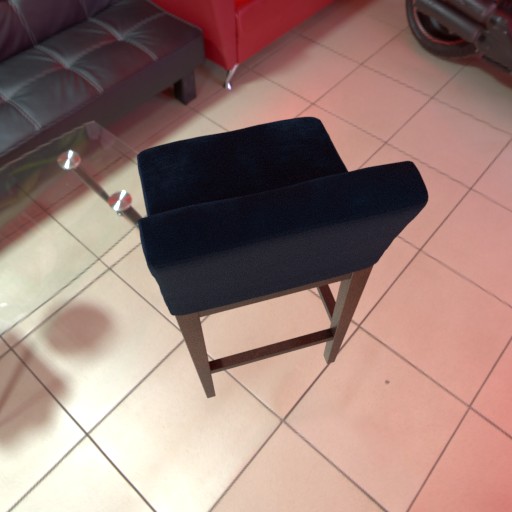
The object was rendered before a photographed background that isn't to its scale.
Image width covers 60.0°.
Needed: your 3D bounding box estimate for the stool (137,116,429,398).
[{"bbox_3d":[0.000,0.000,1.242,0.511,0.945,0.516,-14,58,-9],"label":"stool"}]
